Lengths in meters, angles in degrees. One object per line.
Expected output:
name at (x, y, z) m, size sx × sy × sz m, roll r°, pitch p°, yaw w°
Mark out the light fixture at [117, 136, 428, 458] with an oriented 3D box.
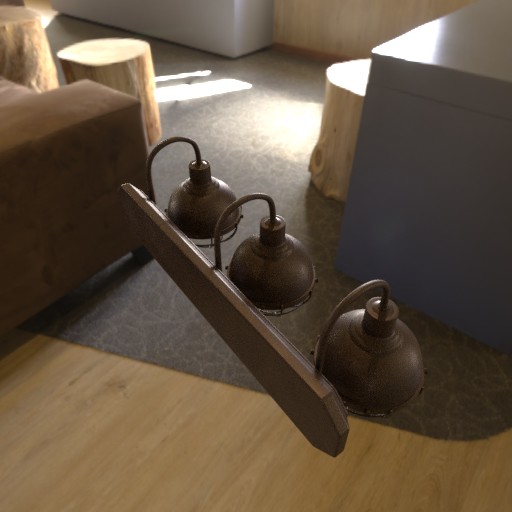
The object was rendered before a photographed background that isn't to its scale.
light fixture at (0.000, 0.000, 0.750) m, size 0.229 × 0.254 × 0.634 m, roll -25°, pitch 47°, yaw -26°
